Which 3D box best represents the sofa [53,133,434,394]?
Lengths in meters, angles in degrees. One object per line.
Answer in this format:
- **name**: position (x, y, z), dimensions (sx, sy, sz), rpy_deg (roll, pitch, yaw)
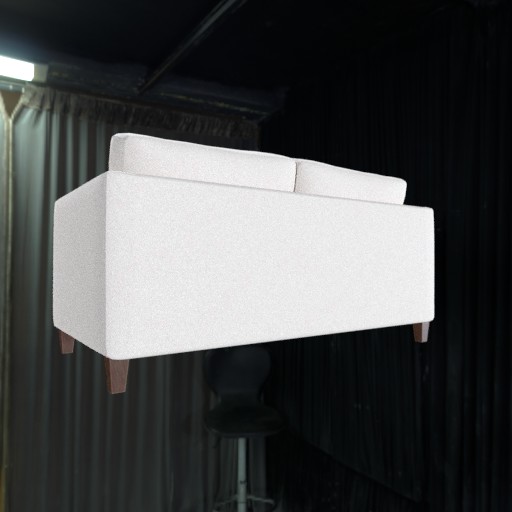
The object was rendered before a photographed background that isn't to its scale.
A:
- **sofa**: position (0.000, 0.000, 2.188), dimensions (1.722, 0.888, 0.873), rpy_deg (1, -1, -35)
